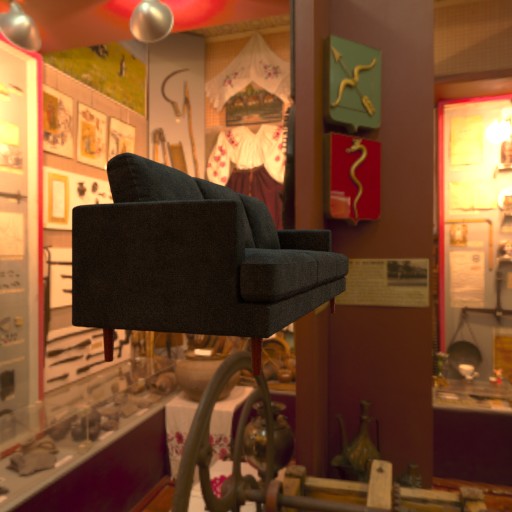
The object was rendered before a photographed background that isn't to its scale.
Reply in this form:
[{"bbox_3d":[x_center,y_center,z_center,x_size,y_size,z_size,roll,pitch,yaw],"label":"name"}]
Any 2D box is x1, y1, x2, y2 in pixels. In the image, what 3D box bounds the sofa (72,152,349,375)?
[{"bbox_3d":[0.000,0.000,2.769,0.903,0.930,2.246,0,0,18],"label":"sofa"}]
